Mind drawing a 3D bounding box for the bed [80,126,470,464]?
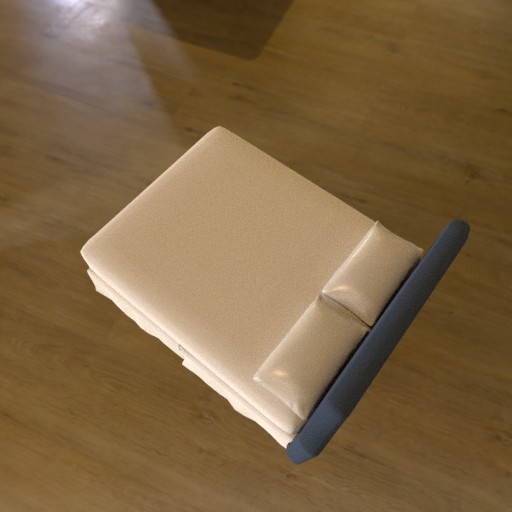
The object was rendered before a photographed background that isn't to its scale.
[{"bbox_3d":[0.000,0.000,3.334,2.260,1.297,1.831,36,68,16],"label":"bed"}]
